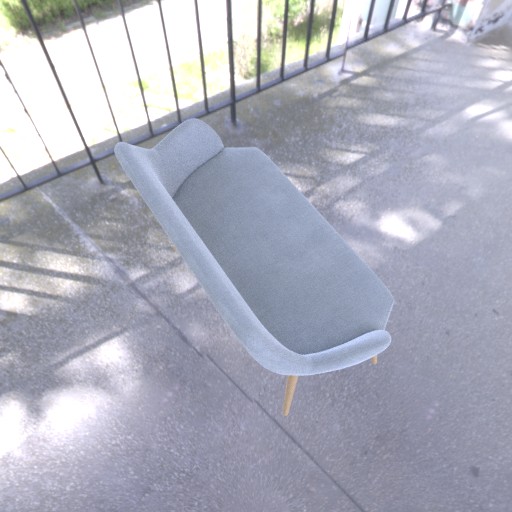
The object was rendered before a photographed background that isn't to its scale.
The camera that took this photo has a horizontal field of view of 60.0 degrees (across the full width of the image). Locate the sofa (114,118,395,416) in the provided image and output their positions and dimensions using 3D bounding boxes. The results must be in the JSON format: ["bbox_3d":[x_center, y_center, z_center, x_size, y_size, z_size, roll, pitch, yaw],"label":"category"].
[{"bbox_3d":[0.000,0.000,1.691,0.610,0.840,1.150,-29,63,-17],"label":"sofa"}]
